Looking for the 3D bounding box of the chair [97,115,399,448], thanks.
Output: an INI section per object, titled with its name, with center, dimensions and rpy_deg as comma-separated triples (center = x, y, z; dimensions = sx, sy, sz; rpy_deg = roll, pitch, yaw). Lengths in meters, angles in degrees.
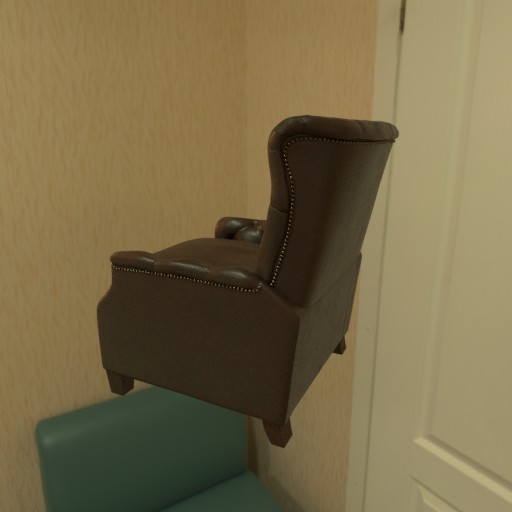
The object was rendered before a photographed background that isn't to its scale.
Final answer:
[chair]
center = 0.000, 0.000, 1.479
dimensions = 0.823, 0.864, 0.709
rpy_deg = 7, 17, 25
